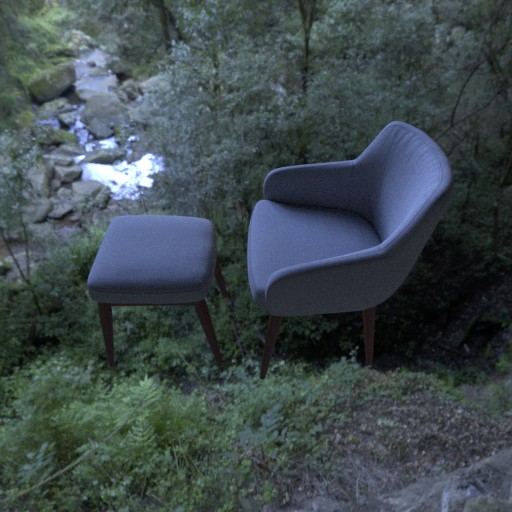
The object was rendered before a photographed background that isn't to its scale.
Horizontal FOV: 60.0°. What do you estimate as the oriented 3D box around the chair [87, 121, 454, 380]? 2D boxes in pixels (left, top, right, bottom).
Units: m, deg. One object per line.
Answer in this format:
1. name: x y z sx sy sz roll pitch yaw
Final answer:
1. chair: 0.000 0.000 1.538 1.107 0.799 0.584 0 42 0
